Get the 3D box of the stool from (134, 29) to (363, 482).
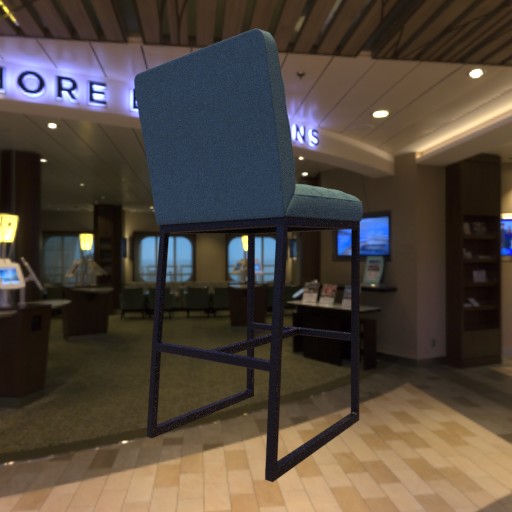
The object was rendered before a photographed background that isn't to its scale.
[{"bbox_3d":[0.000,0.000,1.332,0.460,1.040,0.560,0,0,36],"label":"stool"}]
